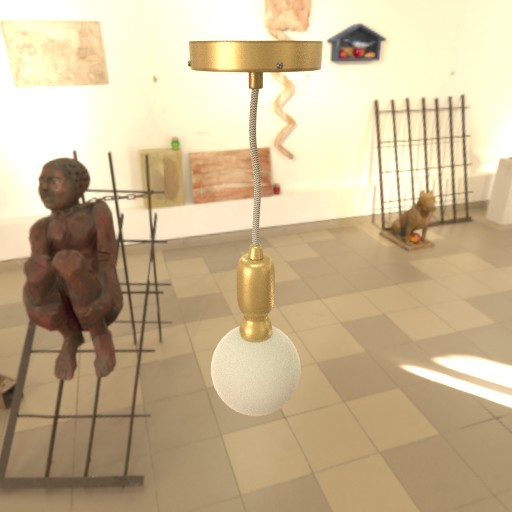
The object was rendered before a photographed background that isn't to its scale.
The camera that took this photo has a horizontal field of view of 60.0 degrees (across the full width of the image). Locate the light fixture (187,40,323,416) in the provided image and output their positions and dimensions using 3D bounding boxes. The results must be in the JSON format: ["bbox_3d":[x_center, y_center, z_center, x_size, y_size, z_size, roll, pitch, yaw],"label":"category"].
[{"bbox_3d":[0.000,0.000,0.585,0.147,0.510,0.146,-8,27,-17],"label":"light fixture"}]
